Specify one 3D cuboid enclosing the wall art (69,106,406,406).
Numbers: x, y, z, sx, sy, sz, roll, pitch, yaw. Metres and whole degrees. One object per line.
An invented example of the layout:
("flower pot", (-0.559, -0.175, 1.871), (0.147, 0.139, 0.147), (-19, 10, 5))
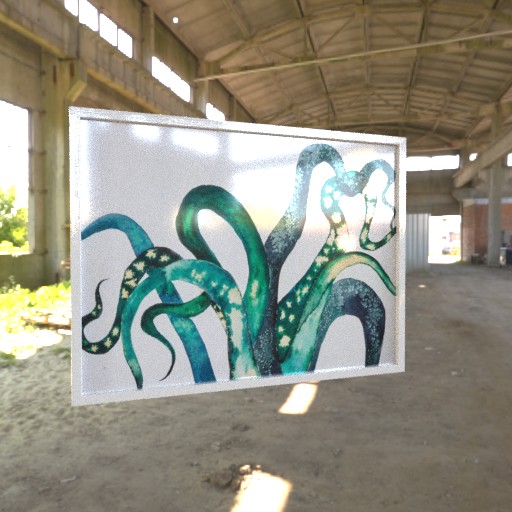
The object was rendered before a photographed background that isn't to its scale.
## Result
("wall art", (0.000, 0.000, 1.350), (1.041, 0.787, 0.053), (0, 1, -18))
